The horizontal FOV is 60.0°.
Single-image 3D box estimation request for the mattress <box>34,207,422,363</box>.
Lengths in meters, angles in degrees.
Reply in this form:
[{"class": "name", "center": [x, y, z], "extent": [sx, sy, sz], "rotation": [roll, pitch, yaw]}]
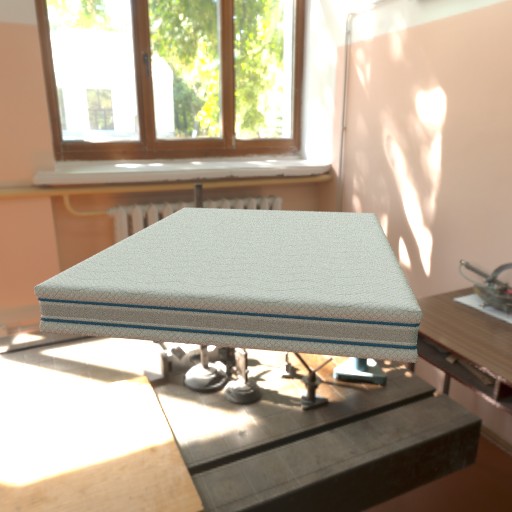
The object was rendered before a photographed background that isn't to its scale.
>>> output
[{"class": "mattress", "center": [0.000, 0.000, 2.745], "extent": [1.600, 0.230, 2.000], "rotation": [3, 16, 9]}]
